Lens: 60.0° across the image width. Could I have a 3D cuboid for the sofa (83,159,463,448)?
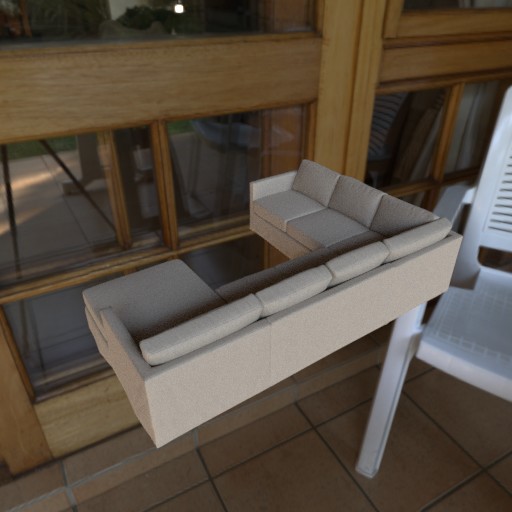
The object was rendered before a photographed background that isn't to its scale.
[{"bbox_3d":[0.000,0.000,4.640,3.460,0.882,2.427,-20,37,-29],"label":"sofa"}]
